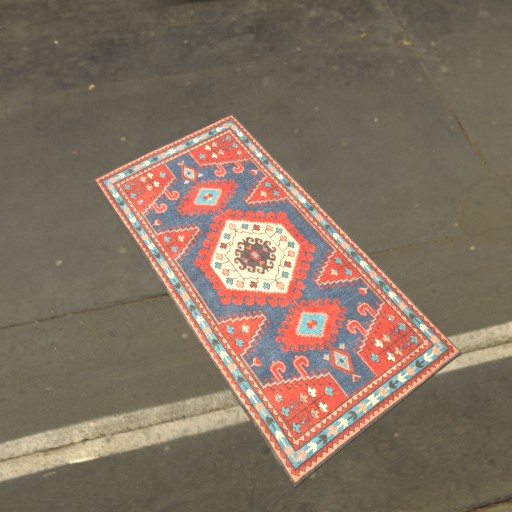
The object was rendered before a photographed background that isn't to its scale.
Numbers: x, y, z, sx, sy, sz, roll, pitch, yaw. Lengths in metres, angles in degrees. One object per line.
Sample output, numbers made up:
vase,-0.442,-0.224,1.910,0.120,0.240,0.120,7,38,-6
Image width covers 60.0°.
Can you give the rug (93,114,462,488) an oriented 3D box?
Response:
rug,0.000,0.000,3.605,1.522,0.034,3.032,-31,64,-17
